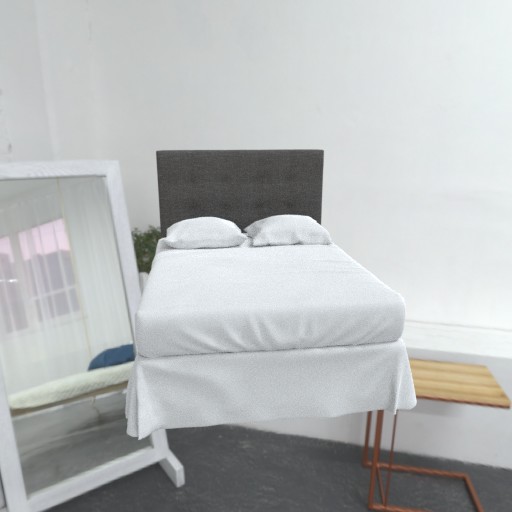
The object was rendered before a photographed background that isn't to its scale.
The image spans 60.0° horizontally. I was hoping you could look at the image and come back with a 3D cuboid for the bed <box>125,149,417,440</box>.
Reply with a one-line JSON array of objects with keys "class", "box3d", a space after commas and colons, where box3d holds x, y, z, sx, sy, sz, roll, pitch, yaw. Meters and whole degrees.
[{"class": "bed", "box3d": [0.000, 0.000, 3.538, 1.936, 1.577, 2.222, -2, 16, -8]}]
